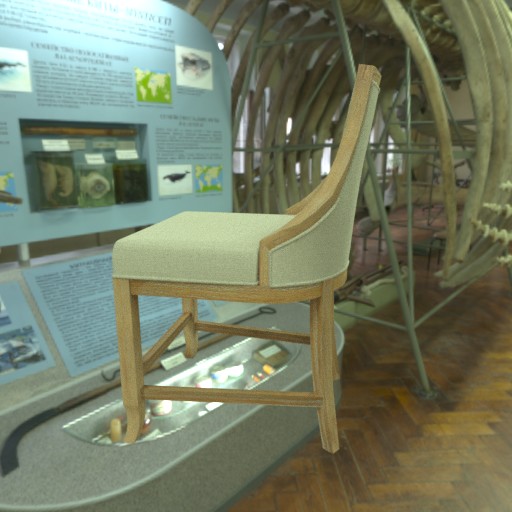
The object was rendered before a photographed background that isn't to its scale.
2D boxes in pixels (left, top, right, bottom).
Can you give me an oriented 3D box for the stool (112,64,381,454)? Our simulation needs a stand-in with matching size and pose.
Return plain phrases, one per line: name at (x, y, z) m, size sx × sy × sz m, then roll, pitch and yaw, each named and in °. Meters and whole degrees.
stool at (0.000, 0.000, 1.267) m, size 0.626 × 0.938 × 0.524 m, roll 3°, pitch 15°, yaw 10°
